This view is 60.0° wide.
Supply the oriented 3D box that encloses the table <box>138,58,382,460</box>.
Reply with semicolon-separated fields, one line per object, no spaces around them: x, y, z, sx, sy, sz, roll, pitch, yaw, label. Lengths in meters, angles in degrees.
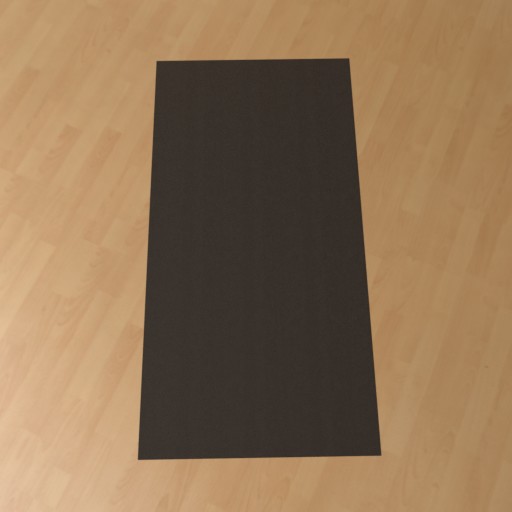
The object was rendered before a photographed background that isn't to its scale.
0.000;0.000;1.390;0.574;0.435;1.095;-1;75;0;table
